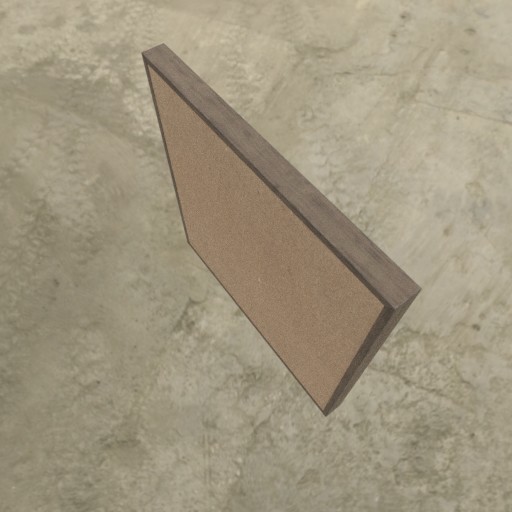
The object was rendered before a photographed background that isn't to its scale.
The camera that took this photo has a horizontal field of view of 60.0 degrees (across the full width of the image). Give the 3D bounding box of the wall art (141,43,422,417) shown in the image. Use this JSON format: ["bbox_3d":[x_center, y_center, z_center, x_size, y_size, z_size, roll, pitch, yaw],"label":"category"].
[{"bbox_3d":[0.000,0.000,0.762,0.038,0.508,0.508,-33,64,-18],"label":"wall art"}]
